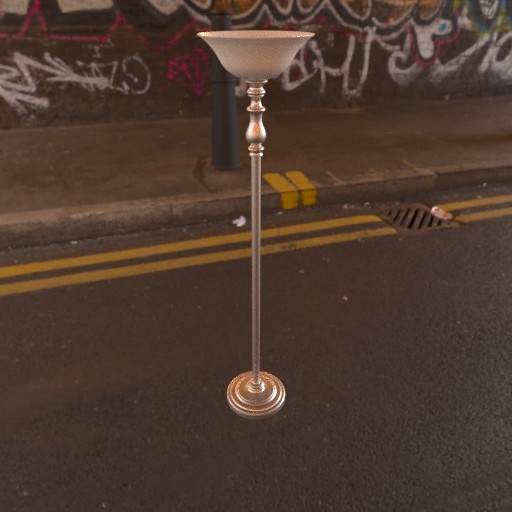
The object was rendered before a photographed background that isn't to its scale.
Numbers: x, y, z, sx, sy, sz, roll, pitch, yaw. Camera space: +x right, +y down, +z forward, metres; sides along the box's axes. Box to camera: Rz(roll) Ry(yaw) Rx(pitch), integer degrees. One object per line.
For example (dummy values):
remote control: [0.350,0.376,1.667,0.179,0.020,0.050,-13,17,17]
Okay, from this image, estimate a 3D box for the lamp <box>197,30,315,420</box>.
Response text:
lamp: [0.000,0.000,1.971,0.405,1.771,0.405,11,31,18]
